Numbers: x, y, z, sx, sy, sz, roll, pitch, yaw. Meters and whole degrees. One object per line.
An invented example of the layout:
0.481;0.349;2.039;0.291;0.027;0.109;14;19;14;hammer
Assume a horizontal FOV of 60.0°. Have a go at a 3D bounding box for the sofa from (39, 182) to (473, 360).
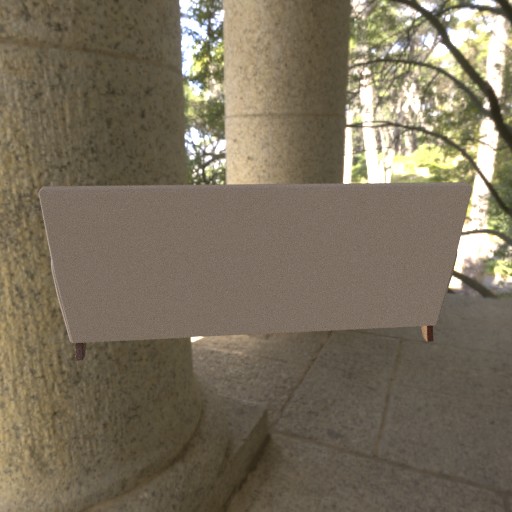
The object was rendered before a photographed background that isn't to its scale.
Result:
0.000;0.000;2.440;2.000;0.846;0.875;-2;14;-7;sofa
